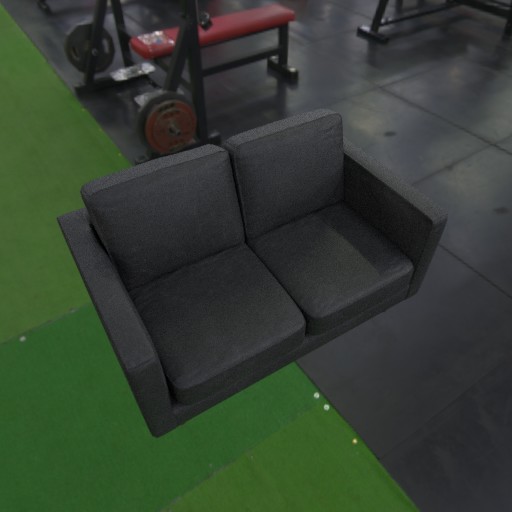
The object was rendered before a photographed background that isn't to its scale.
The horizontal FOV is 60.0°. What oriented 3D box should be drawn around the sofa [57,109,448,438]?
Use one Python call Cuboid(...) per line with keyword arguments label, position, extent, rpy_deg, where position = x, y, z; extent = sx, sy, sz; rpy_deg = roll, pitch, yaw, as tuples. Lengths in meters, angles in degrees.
Cuboid(label="sofa", position=(0.000, 0.000, 2.016), extent=(1.430, 0.899, 0.879), rpy_deg=(-24, 51, -21))
